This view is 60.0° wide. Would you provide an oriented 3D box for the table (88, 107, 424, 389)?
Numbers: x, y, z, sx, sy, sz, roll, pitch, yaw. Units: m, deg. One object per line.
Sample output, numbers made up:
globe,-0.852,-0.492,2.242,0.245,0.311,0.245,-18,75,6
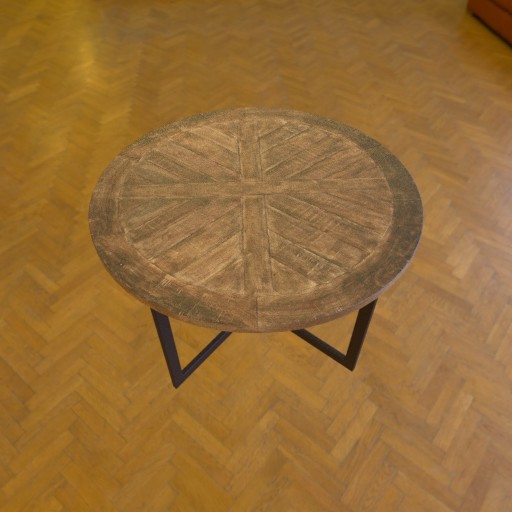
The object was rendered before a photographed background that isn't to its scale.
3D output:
table,0.000,0.000,2.002,1.264,0.762,1.264,0,47,0
